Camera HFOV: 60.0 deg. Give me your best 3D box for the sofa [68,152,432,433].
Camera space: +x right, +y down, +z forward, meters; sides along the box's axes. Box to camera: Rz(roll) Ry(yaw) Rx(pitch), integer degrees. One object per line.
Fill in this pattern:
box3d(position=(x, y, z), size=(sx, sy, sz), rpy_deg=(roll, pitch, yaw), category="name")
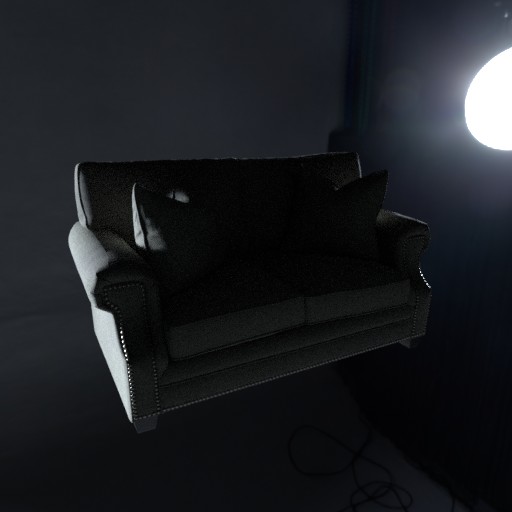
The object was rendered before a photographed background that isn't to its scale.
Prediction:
box3d(position=(0.000, 0.000, 2.254), size=(1.701, 0.966, 0.966), rpy_deg=(-9, 19, -26), category="sofa")
